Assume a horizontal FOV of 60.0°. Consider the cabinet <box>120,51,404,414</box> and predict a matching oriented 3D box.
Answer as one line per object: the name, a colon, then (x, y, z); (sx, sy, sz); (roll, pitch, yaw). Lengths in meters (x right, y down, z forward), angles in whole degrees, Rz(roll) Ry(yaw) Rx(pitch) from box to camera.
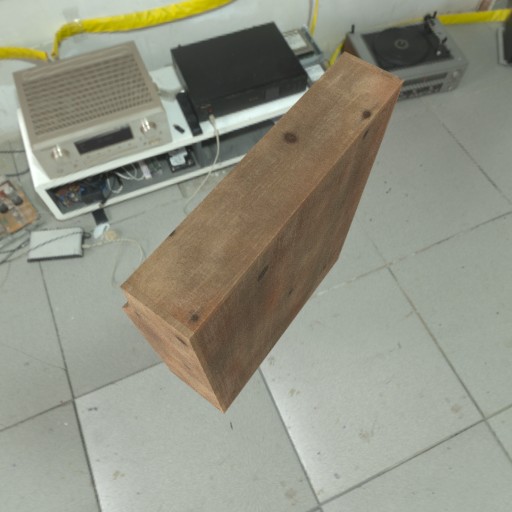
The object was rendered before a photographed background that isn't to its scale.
cabinet: (0.000, 0.000, 0.852); (0.184, 0.590, 0.489); (34, 68, 16)
